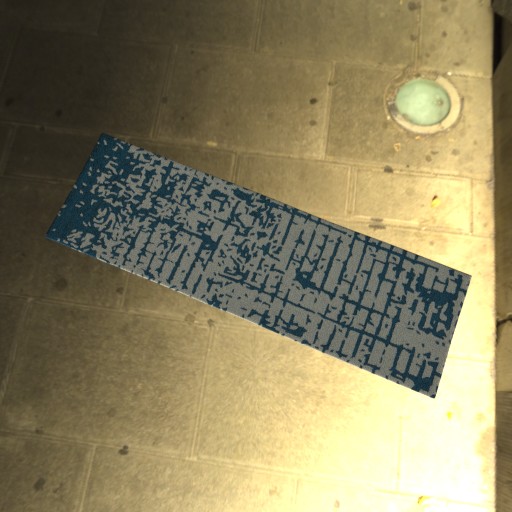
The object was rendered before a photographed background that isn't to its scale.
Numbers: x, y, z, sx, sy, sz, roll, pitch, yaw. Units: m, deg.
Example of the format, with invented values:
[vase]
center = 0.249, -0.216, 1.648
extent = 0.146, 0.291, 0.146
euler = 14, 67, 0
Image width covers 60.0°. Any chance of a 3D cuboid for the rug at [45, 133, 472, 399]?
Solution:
[rug]
center = 0.000, 0.000, 2.630
extent = 2.435, 0.011, 0.750
euler = 22, 77, 5
